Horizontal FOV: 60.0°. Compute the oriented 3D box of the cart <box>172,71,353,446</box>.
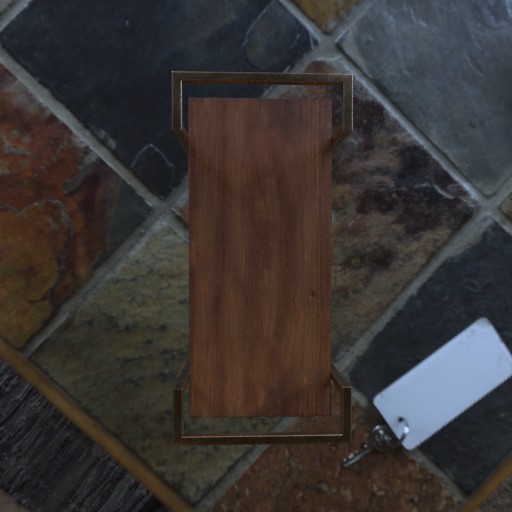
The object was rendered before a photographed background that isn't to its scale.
[{"bbox_3d":[0.000,0.000,1.216,0.364,0.807,0.695,0,91,-2],"label":"cart"}]
